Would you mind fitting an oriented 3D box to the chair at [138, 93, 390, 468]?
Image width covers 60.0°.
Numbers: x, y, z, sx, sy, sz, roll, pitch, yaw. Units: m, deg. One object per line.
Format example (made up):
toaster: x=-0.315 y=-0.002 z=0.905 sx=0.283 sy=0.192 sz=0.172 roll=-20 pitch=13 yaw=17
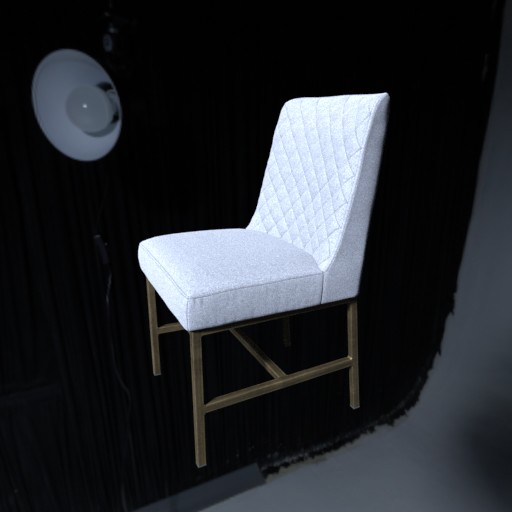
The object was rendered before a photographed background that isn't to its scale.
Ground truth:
chair: x=0.000 y=0.000 z=1.281 sx=0.587 sy=0.889 sz=0.508 roll=-8 pitch=19 yaw=-24
